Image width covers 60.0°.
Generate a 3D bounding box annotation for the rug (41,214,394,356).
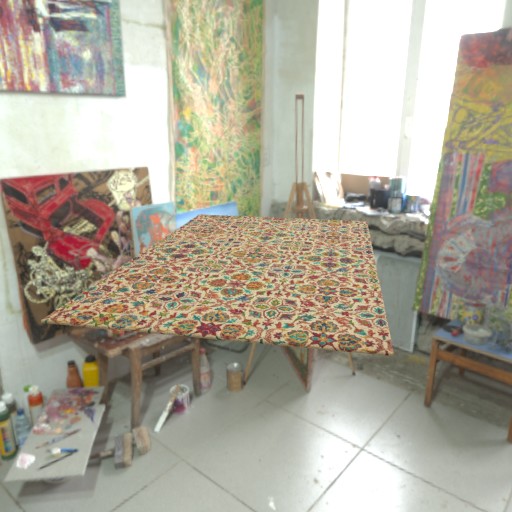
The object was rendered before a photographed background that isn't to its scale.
[{"bbox_3d":[0.000,0.000,2.341,1.226,0.013,1.838,3,18,10],"label":"rug"}]
